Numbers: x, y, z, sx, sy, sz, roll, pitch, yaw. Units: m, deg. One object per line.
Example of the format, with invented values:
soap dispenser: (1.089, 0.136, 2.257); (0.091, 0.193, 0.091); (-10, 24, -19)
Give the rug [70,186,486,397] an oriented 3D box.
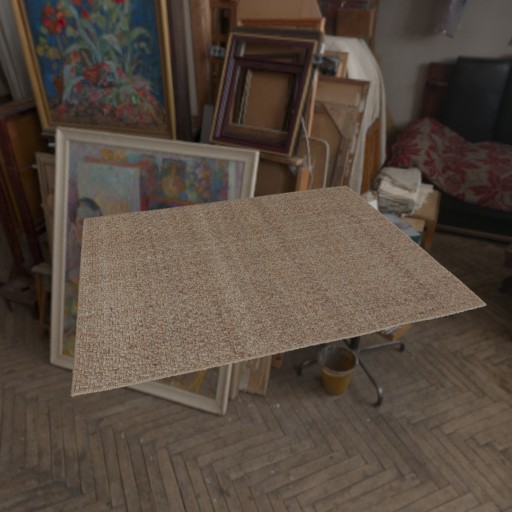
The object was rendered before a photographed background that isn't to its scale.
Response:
rug: (0.000, 0.000, 4.009); (3.048, 0.013, 2.439); (-9, 33, -14)
